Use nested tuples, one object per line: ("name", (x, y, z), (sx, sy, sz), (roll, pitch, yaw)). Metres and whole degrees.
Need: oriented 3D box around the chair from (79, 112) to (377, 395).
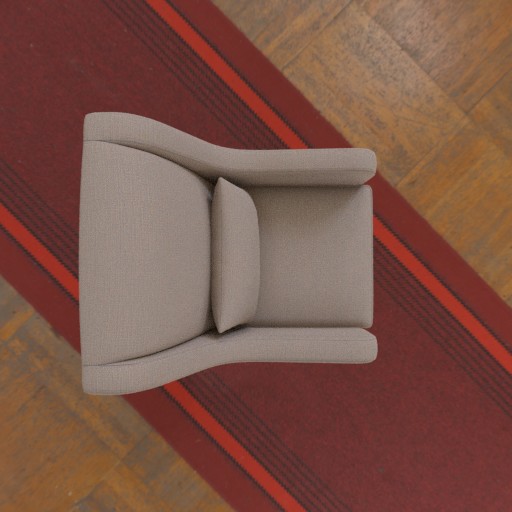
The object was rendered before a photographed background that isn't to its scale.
("chair", (0.000, 0.000, 1.586), (0.896, 1.017, 0.715), (0, 89, -1))
